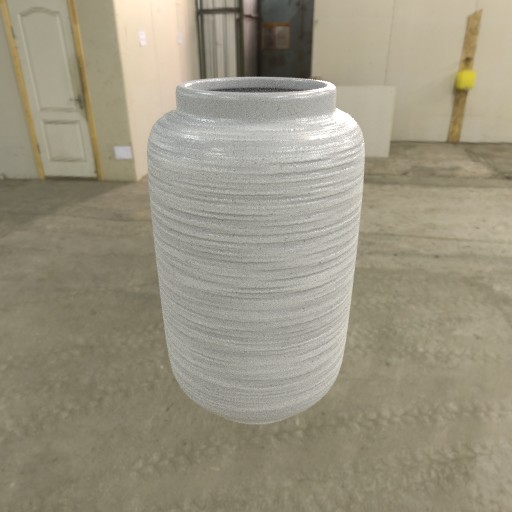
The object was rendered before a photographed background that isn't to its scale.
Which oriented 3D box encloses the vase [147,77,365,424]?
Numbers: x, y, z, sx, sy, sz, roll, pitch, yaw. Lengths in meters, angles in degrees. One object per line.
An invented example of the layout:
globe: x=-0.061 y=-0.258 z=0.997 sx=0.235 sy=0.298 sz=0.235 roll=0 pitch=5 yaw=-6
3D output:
vase: x=0.000 y=0.000 z=0.461 sx=0.202 sy=0.335 sz=0.202 roll=0 pitch=27 yaw=0
